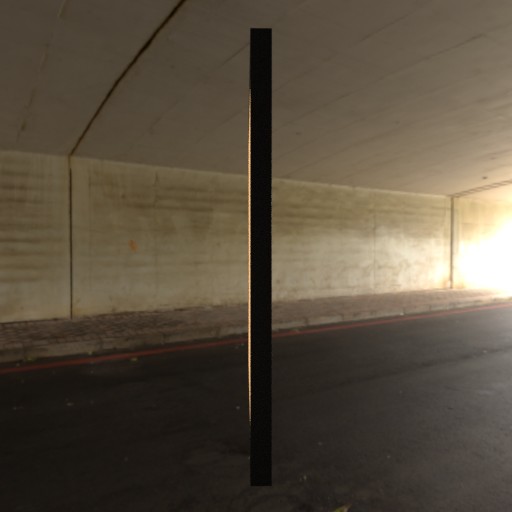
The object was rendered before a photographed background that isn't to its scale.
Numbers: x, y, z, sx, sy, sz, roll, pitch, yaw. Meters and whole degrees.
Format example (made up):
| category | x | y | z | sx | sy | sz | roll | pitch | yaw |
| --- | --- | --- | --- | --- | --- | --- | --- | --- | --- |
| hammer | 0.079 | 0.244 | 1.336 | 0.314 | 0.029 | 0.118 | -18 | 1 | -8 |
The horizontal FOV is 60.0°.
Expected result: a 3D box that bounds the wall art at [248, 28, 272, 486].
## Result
| category | x | y | z | sx | sy | sz | roll | pitch | yaw |
| --- | --- | --- | --- | --- | --- | --- | --- | --- | --- |
| wall art | 0.000 | 0.000 | 1.108 | 0.036 | 0.755 | 0.756 | 0 | 1 | -1 |
